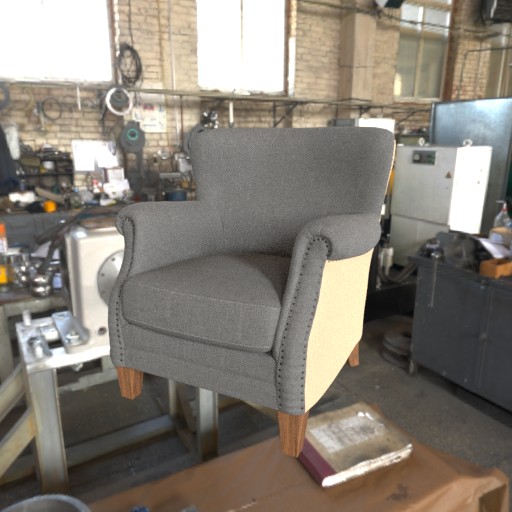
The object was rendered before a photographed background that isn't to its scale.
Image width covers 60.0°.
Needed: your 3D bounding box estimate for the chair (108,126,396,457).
[{"bbox_3d":[0.000,0.000,1.647,0.861,0.936,0.921,7,16,25],"label":"chair"}]
